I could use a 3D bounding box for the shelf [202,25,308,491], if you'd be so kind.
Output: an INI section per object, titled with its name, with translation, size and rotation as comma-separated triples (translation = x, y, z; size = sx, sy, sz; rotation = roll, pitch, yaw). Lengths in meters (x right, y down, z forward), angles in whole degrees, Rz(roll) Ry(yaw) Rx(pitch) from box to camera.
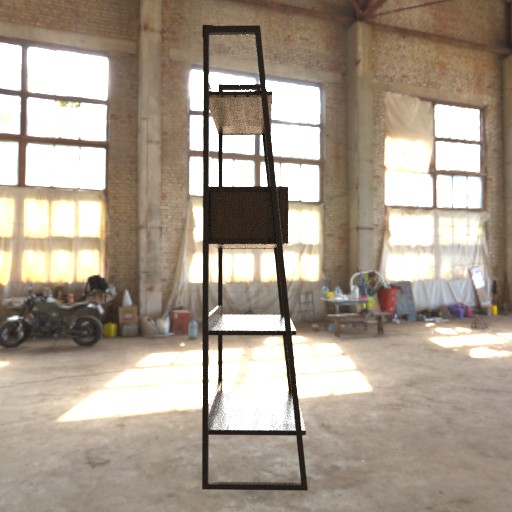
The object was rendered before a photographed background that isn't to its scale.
[shelf]
translation = 0.000, 0.000, 2.231
size = 0.454, 2.005, 0.652
rotation = 0, -1, 1
